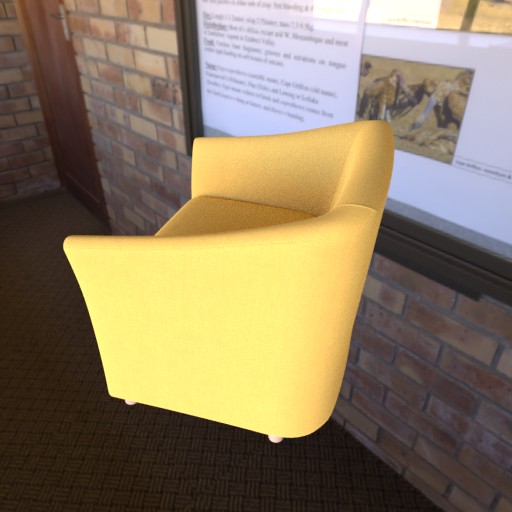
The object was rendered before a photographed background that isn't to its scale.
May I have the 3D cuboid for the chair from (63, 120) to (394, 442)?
[{"bbox_3d":[0.000,0.000,1.344,0.700,0.720,0.790,9,34,14],"label":"chair"}]
